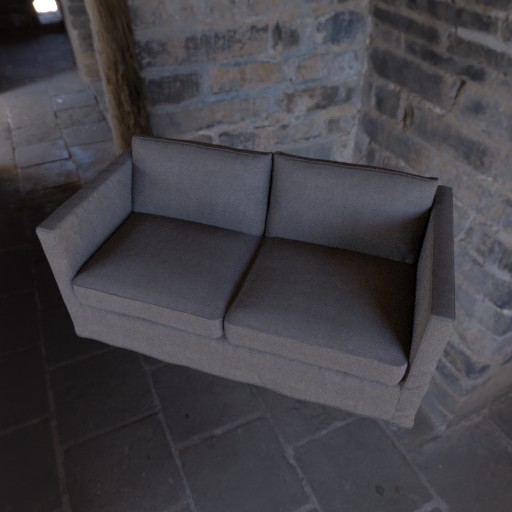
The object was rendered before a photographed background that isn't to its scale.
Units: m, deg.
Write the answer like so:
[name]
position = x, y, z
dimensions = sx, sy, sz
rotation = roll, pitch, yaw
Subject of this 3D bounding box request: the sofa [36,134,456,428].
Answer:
[sofa]
position = 0.000, 0.000, 2.268
dimensions = 1.802, 0.854, 0.974
rotation = 12, 42, 13
